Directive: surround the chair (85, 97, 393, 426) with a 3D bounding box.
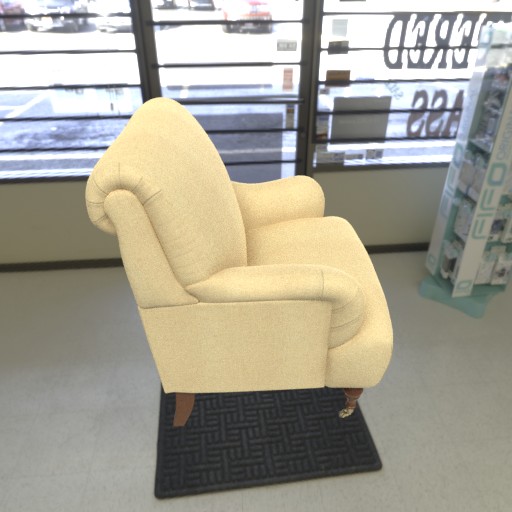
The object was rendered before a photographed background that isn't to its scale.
[{"bbox_3d":[0.000,0.000,1.539,0.842,0.944,0.766,-1,32,-2],"label":"chair"}]
